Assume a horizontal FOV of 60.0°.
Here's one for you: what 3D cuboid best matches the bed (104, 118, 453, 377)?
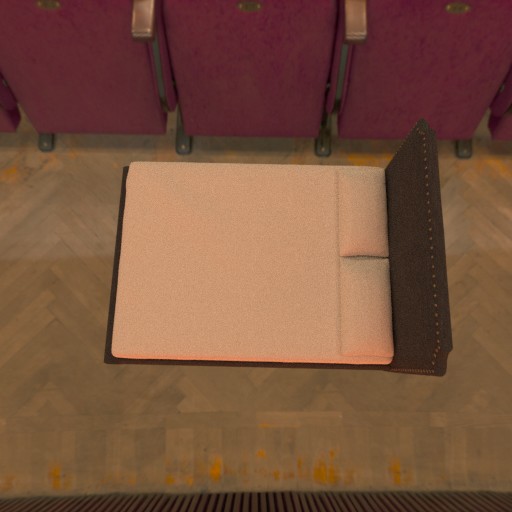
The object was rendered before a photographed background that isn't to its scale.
[{"bbox_3d":[0.000,0.000,3.425,2.372,1.443,1.713,1,77,0],"label":"bed"}]
